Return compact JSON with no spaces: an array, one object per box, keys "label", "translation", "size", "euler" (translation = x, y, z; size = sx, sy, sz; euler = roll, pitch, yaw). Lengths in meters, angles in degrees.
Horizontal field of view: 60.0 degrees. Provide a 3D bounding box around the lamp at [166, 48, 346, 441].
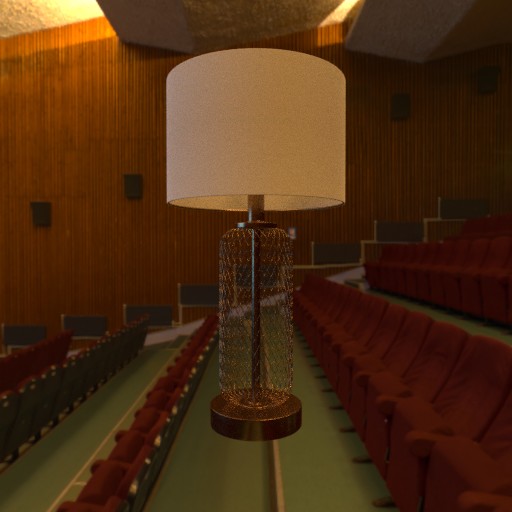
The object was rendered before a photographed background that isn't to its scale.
[{"label":"lamp","translation":[0.000,0.000,0.640],"size":[0.252,0.483,0.252],"euler":[0,1,-1]}]
